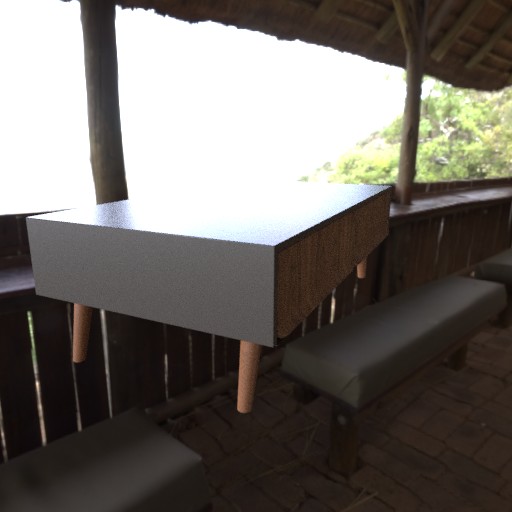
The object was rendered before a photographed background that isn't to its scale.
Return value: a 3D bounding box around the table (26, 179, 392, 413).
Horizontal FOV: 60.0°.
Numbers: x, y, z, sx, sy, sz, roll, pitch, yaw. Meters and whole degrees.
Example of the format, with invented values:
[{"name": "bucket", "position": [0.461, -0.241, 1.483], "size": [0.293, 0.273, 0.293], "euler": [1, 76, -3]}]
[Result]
[{"name": "table", "position": [0.000, 0.000, 1.540], "size": [0.703, 0.404, 1.201], "euler": [7, 17, 26]}]
